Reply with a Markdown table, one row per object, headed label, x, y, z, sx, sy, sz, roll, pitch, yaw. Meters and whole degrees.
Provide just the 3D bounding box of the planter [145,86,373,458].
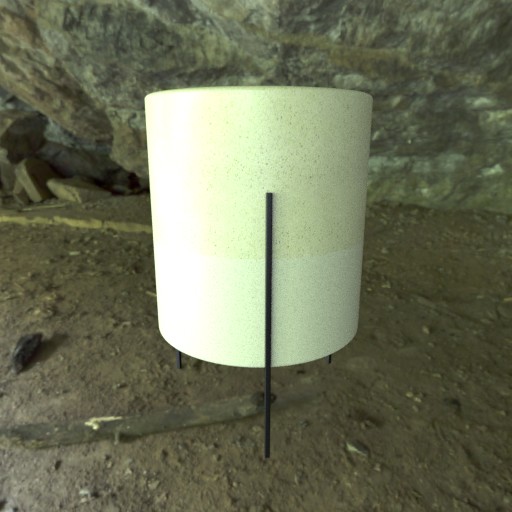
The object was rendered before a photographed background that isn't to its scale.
| label | x | y | z | sx | sy | sz | roll | pitch | yaw |
| --- | --- | --- | --- | --- | --- | --- | --- | --- | --- |
| planter | 0.000 | 0.000 | 0.712 | 0.333 | 0.483 | 0.324 | 7 | 17 | 25 |
